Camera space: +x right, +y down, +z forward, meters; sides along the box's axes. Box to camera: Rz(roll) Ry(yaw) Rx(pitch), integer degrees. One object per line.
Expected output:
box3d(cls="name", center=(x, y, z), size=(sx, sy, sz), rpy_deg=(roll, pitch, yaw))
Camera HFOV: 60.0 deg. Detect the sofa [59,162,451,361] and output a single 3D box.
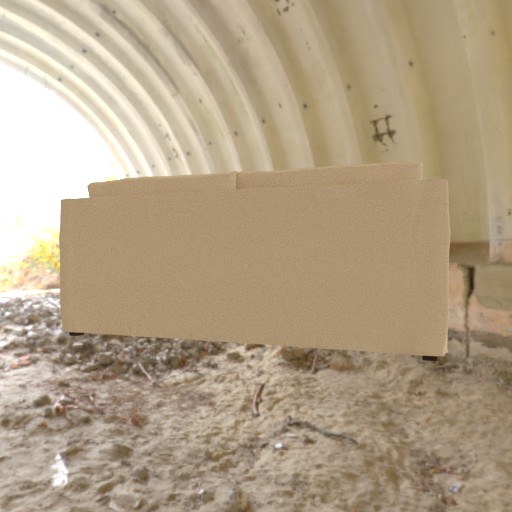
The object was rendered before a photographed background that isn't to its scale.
box3d(cls="sofa", center=(0.000, 0.000, 2.524), size=(1.987, 0.870, 0.940), rpy_deg=(0, 0, 19))
